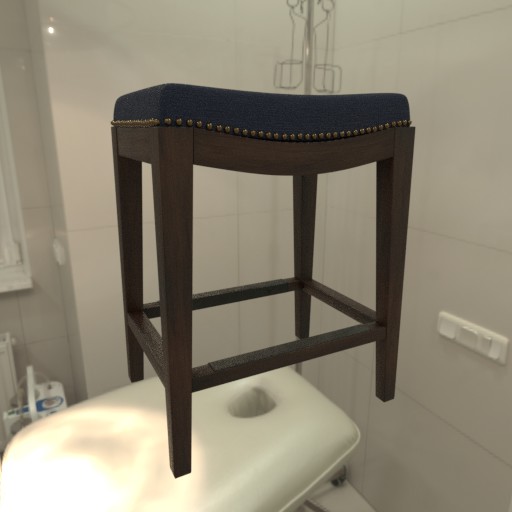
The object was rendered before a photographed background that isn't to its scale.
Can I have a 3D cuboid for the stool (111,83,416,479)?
[{"bbox_3d":[0.000,0.000,0.930,0.500,0.642,0.361,-8,18,-26],"label":"stool"}]
